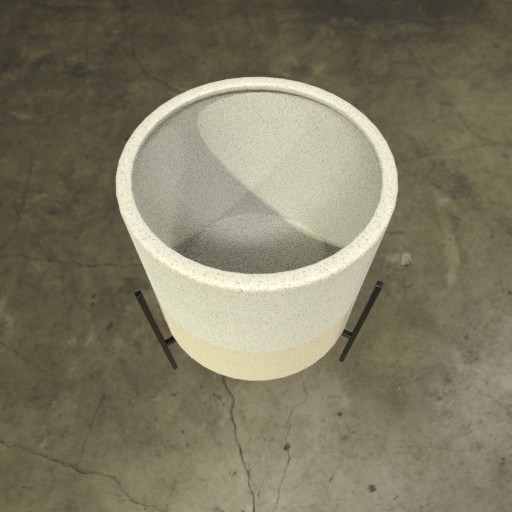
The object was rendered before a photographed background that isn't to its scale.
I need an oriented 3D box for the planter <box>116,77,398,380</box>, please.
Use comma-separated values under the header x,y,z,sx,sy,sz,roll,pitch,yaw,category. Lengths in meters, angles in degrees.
x,y,z,sx,sy,sz,roll,pitch,yaw,category
0.000,0.000,0.674,0.313,0.423,0.335,-3,58,-2,planter
